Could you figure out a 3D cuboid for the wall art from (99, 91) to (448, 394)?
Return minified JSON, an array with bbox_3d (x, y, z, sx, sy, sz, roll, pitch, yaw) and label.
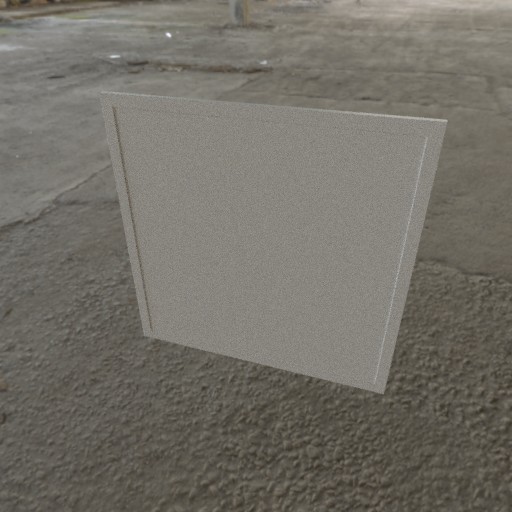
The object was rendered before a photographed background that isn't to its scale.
[{"bbox_3d":[0.000,0.000,0.992,0.660,0.660,0.015,10,34,15],"label":"wall art"}]
